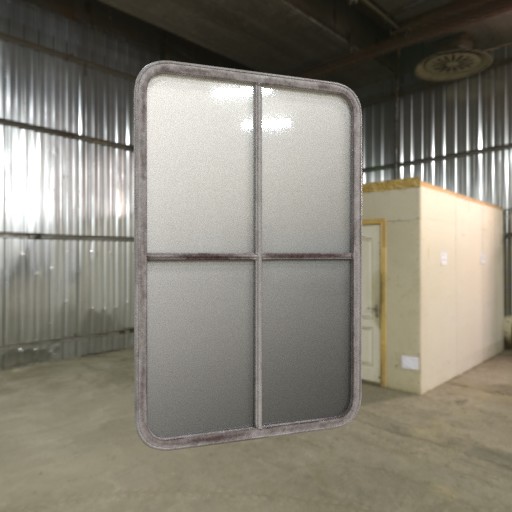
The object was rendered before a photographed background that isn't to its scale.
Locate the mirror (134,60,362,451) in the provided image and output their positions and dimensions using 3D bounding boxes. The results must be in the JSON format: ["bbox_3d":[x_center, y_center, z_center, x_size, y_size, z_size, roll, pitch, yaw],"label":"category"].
[{"bbox_3d":[0.000,0.000,0.868,0.461,0.713,0.024,0,0,-18],"label":"mirror"}]
